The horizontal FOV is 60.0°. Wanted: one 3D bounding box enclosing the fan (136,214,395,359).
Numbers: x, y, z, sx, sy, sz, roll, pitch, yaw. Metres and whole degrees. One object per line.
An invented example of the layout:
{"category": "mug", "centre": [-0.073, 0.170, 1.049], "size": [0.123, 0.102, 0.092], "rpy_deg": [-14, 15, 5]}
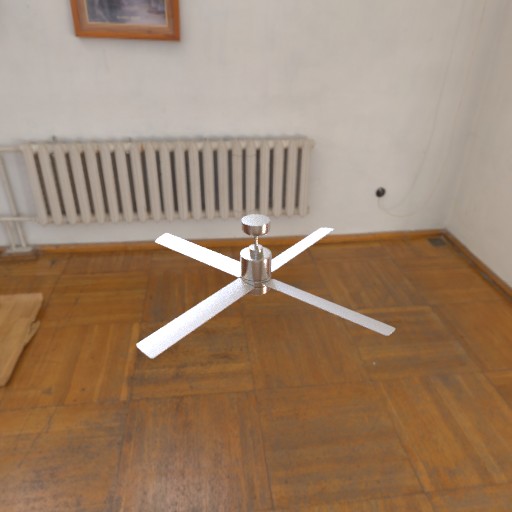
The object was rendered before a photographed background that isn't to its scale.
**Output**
{"category": "fan", "centre": [0.000, 0.000, 1.996], "size": [1.322, 0.355, 1.322], "rpy_deg": [21, 35, 33]}
